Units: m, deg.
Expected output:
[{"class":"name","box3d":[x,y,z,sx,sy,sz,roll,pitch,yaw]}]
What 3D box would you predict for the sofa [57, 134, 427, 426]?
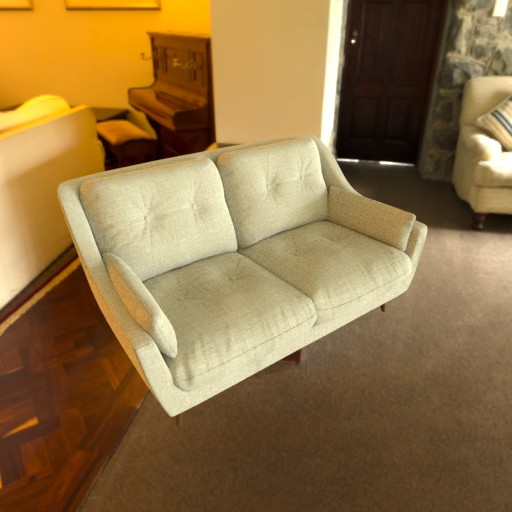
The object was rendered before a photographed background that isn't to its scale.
[{"class":"sofa","box3d":[0.000,0.000,2.251,1.652,0.888,0.965,-20,34,-32]}]
